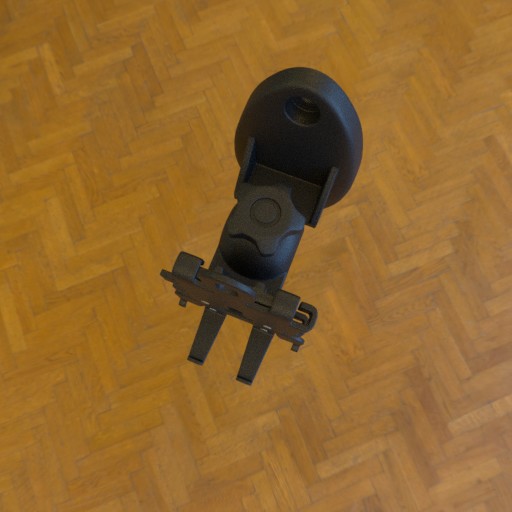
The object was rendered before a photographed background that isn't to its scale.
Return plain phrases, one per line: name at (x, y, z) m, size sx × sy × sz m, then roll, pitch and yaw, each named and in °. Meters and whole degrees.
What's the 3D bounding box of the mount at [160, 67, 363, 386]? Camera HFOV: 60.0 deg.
mount at (0.000, 0.000, 0.179) m, size 0.066 × 0.118 × 0.100 m, roll 21°, pitch 77°, yaw 5°
